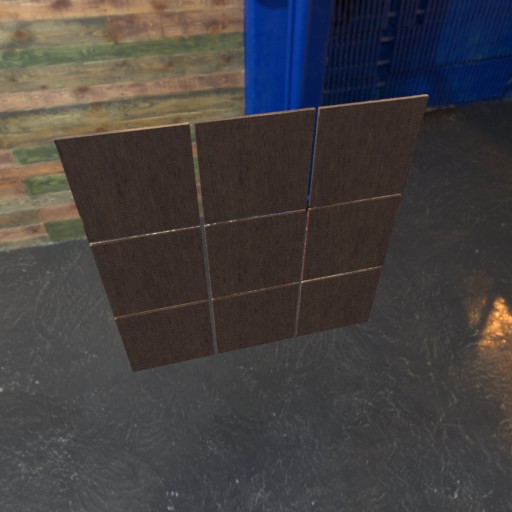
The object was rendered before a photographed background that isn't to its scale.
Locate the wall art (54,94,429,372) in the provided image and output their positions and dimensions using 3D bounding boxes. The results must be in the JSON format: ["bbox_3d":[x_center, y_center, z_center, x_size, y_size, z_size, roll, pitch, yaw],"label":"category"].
[{"bbox_3d":[0.000,0.000,1.813,1.215,1.213,0.013,-10,44,-11],"label":"wall art"}]
